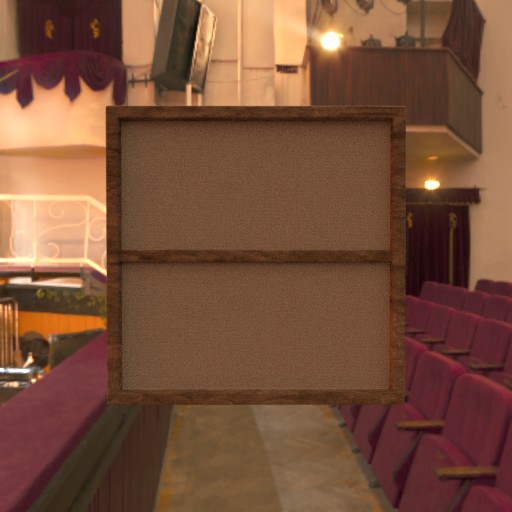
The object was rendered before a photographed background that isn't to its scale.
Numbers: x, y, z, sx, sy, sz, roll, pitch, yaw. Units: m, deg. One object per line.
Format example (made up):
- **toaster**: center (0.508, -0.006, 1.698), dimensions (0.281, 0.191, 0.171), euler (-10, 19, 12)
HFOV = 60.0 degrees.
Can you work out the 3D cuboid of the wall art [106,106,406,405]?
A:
- **wall art**: center (0.000, 0.000, 1.121), dimensions (0.747, 0.747, 0.035), euler (0, 1, 0)
